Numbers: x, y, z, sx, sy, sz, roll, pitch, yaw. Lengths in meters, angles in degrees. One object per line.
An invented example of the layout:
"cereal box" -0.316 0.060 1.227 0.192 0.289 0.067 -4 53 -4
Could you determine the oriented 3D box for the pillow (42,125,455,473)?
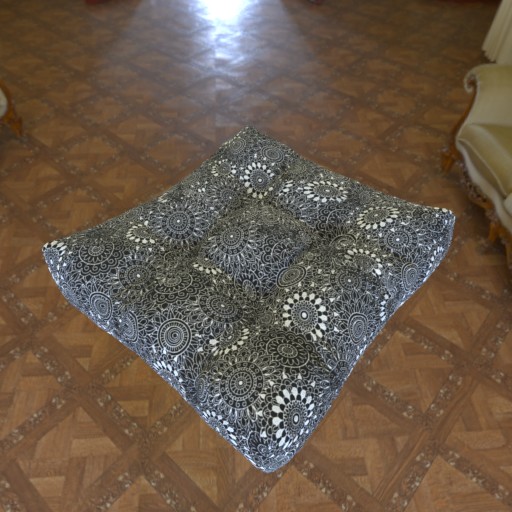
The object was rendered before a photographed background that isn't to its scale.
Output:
"pillow" 0.000 0.000 0.717 0.468 0.128 0.490 31 54 26
